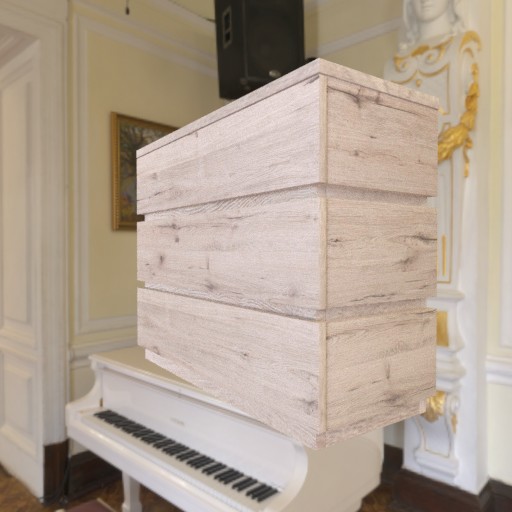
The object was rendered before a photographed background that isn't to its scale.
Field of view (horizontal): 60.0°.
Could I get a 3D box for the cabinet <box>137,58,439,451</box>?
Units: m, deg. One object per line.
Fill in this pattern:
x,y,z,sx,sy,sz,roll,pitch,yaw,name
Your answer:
0.000,0.000,1.449,0.420,0.820,1.040,-1,1,-35,cabinet
